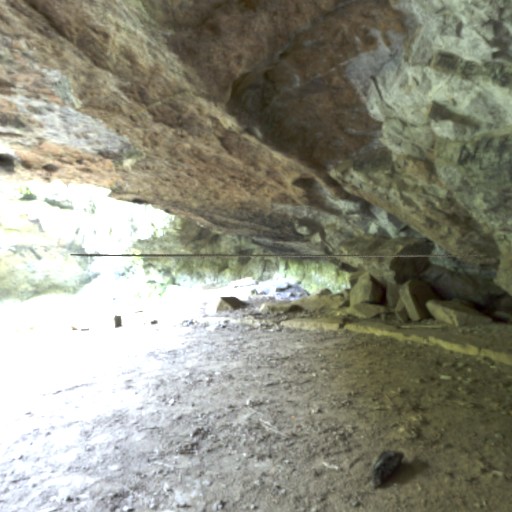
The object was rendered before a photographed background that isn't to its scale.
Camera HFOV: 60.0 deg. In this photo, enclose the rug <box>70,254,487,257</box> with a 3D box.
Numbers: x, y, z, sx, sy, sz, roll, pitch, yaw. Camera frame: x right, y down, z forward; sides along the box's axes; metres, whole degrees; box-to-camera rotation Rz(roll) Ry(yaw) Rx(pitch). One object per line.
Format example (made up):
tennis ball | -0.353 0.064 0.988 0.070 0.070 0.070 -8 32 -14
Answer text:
rug | 0.000 0.000 4.194 3.048 0.012 2.444 0 0 -18
